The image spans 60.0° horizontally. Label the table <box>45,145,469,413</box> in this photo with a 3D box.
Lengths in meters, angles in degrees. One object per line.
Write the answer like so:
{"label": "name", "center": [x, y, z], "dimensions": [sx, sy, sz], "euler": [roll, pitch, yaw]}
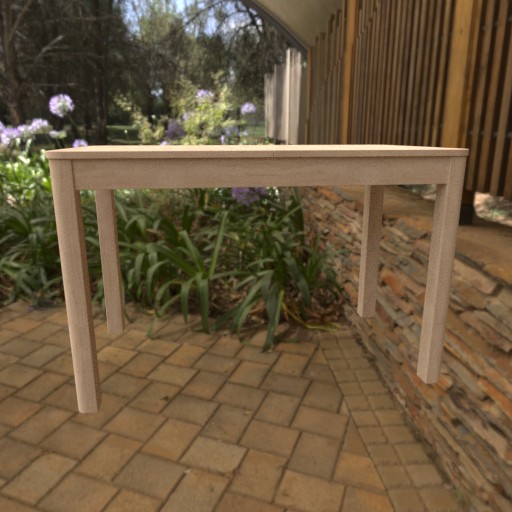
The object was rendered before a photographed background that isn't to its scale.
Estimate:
{"label": "table", "center": [0.000, 0.000, 1.888], "dimensions": [1.400, 0.900, 0.750], "euler": [-2, 15, -8]}
